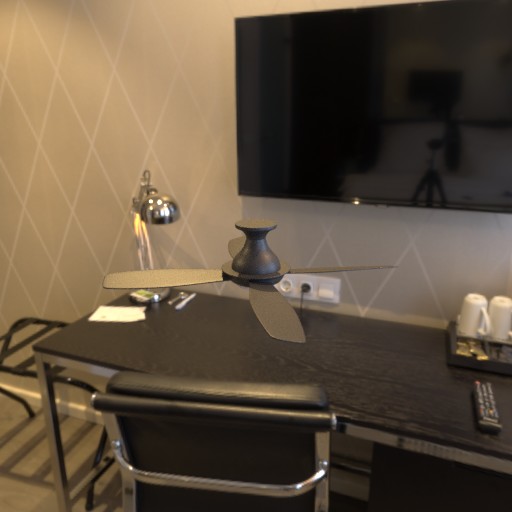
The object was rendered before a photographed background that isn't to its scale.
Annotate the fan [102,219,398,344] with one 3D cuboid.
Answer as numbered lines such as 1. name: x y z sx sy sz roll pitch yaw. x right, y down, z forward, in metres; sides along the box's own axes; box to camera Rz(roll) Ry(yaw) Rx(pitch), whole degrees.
1. fan: 0.000 0.000 2.523 1.694 0.382 1.694 -3 17 -9
